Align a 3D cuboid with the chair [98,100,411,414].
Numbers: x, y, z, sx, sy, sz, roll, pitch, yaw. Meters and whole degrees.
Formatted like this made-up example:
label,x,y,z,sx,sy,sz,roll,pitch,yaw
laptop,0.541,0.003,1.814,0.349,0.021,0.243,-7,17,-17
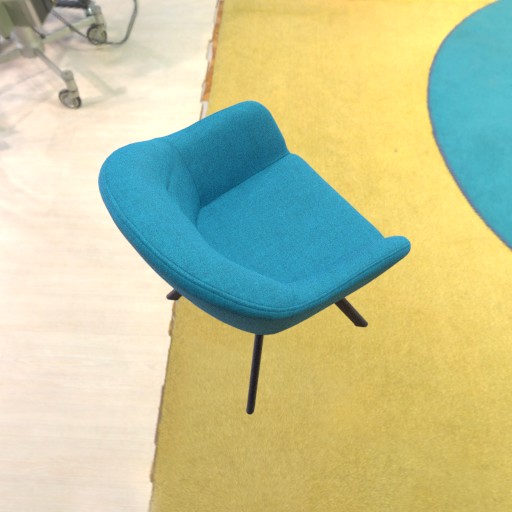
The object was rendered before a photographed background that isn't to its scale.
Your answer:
label,x,y,z,sx,sy,sz,roll,pitch,yaw
chair,0.000,0.000,1.126,0.565,0.775,0.545,-32,64,-18
